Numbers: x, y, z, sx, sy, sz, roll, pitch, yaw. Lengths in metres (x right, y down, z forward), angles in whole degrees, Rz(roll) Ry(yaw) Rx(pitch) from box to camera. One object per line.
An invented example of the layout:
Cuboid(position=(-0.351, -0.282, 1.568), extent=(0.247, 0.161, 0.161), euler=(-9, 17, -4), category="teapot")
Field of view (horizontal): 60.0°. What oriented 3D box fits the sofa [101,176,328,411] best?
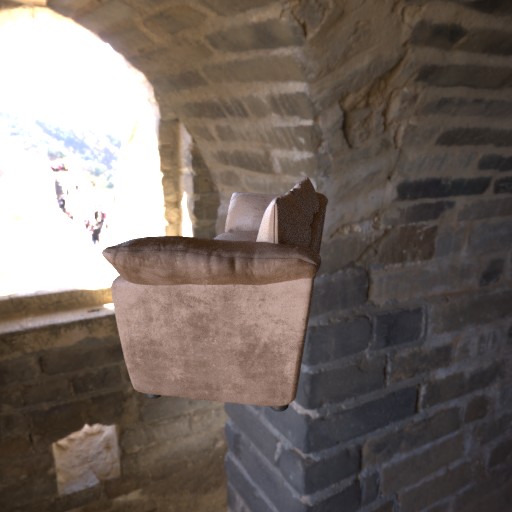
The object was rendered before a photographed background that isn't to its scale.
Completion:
Cuboid(position=(0.000, 0.000, 2.891), extent=(0.893, 0.981, 2.377), euler=(2, 14, 10), category="sofa")
